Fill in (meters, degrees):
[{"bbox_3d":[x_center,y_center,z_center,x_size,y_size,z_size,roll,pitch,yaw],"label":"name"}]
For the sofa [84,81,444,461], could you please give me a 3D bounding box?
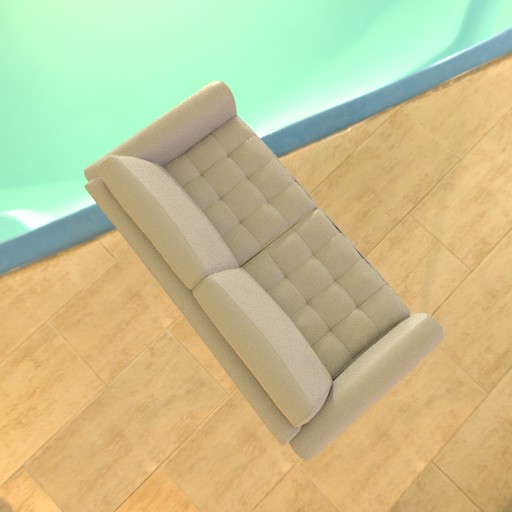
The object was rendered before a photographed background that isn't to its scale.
[{"bbox_3d":[0.000,0.000,2.751,1.121,0.930,2.177,-38,79,-8],"label":"sofa"}]
